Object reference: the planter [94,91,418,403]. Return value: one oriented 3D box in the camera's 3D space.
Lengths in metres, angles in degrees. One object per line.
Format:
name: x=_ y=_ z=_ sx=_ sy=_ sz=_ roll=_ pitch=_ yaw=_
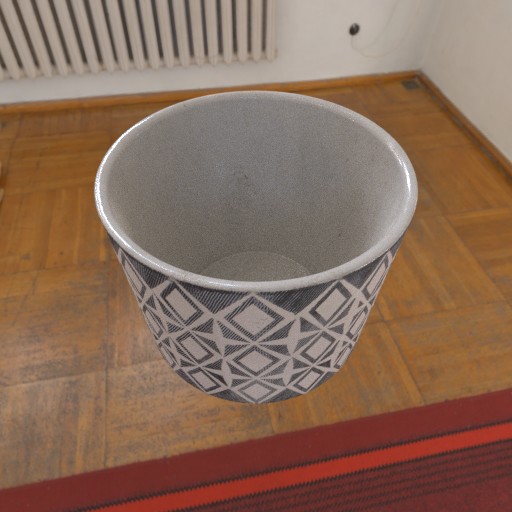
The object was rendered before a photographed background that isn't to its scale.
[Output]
planter: x=0.000 y=0.000 z=0.447 sx=0.260 sy=0.220 sz=0.260 roll=0 pitch=47 yaw=0
